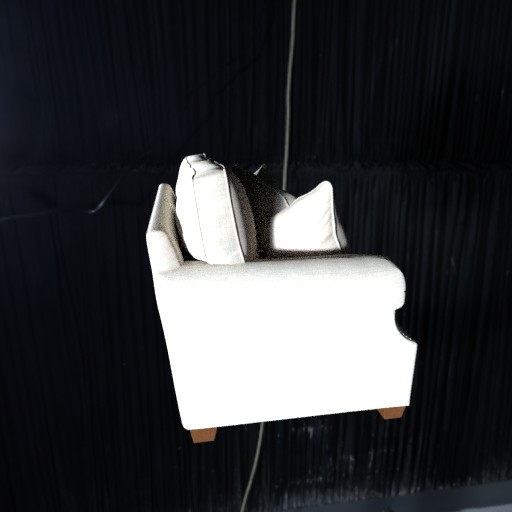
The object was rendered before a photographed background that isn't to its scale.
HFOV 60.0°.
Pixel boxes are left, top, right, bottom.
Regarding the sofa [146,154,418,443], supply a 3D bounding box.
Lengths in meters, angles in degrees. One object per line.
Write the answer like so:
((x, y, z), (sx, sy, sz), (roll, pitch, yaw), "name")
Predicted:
((0.000, 0.000, 2.242), (0.966, 0.966, 1.701), (-3, 15, -10), "sofa")
